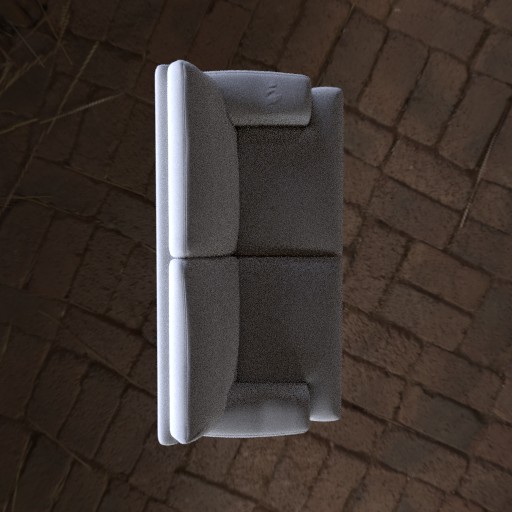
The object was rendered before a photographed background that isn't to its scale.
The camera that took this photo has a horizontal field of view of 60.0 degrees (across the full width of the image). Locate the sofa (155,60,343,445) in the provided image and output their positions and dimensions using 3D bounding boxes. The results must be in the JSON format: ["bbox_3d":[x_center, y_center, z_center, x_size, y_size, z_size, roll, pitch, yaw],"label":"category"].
[{"bbox_3d":[0.000,0.000,2.824,1.143,0.940,2.261,0,92,0],"label":"sofa"}]
